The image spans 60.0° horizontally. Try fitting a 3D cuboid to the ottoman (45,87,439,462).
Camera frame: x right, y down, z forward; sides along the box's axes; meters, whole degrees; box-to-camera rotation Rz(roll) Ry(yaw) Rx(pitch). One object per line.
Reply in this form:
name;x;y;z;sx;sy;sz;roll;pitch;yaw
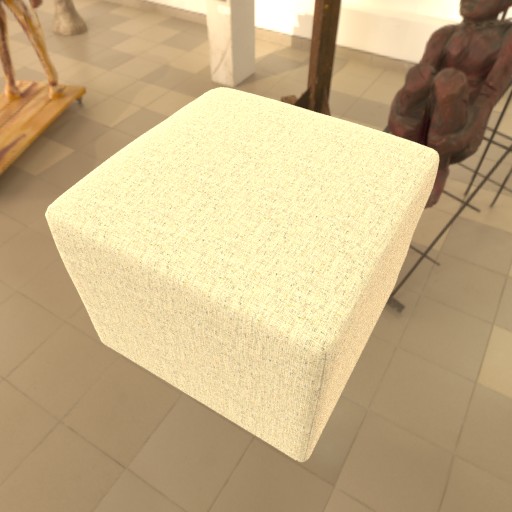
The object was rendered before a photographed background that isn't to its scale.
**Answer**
ottoman;0.000;0.000;0.905;0.521;0.453;0.512;24;52;20
